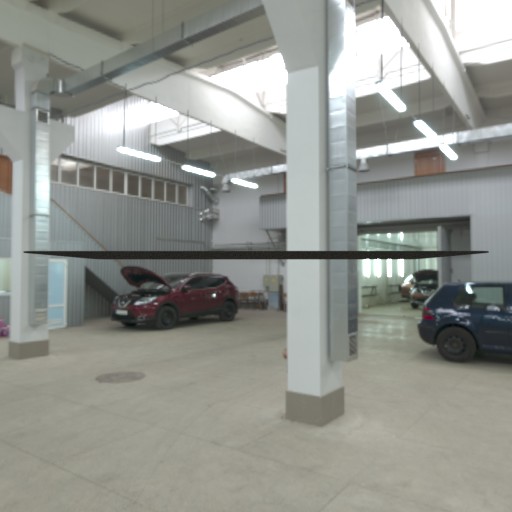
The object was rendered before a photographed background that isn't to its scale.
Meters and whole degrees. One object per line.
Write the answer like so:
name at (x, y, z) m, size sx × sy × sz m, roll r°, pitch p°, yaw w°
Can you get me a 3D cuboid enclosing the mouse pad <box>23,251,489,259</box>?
mouse pad at (0.000, 0.000, 1.051) m, size 0.907 × 0.003 × 0.424 m, roll 0°, pitch -2°, yaw 0°
